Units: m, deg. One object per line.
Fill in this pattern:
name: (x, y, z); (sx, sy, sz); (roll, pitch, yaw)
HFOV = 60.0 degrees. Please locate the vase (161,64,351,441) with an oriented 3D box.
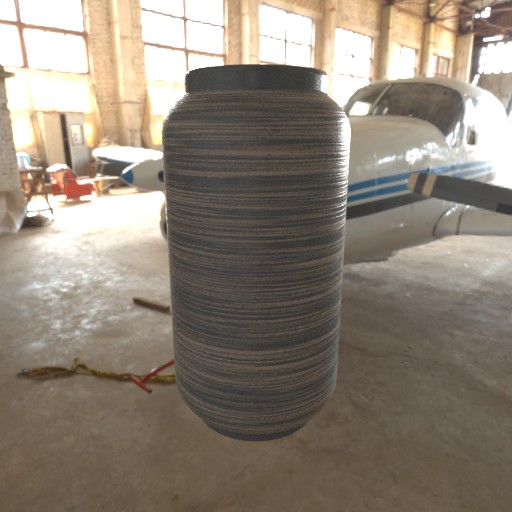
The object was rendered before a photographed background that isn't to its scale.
vase: (0.000, 0.000, 0.300); (0.116, 0.230, 0.116); (0, 16, 0)
